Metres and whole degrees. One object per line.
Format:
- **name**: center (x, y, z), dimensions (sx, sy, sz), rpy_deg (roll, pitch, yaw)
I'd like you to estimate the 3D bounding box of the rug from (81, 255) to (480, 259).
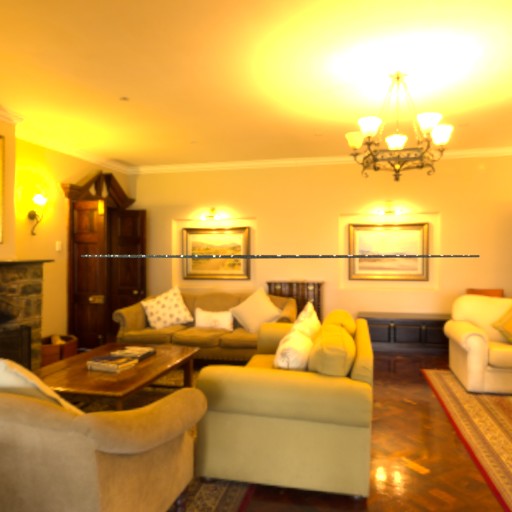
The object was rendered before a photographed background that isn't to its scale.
- **rug**: center (0.000, 0.000, 4.217), dimensions (2.439, 0.022, 3.047), rpy_deg (0, 0, -36)
